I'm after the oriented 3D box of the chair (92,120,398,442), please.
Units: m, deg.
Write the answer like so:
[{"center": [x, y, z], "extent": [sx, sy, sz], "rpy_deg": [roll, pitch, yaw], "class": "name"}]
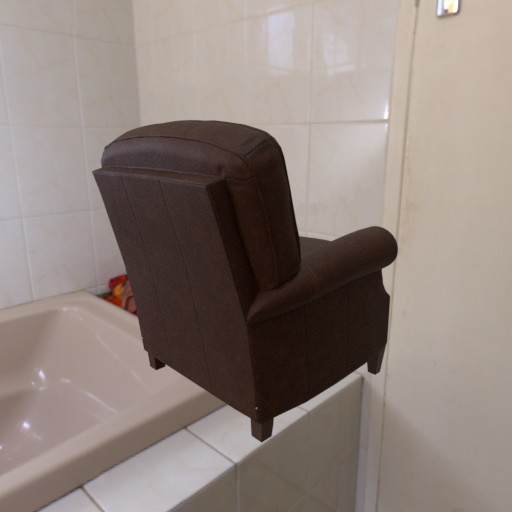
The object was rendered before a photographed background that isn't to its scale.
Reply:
[{"center": [0.000, 0.000, 1.767], "extent": [0.986, 1.018, 0.936], "rpy_deg": [-14, 20, -42], "class": "chair"}]
